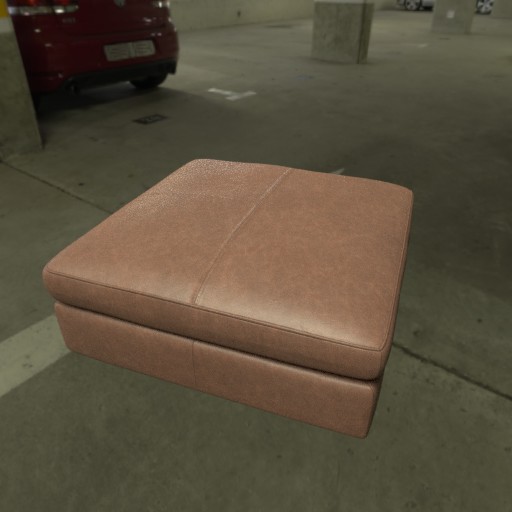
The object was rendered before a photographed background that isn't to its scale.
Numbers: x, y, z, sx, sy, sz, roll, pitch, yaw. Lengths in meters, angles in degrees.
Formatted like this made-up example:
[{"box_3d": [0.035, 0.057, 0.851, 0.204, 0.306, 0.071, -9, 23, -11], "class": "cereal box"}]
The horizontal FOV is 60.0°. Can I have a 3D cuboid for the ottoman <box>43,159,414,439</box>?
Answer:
[{"box_3d": [0.000, 0.000, 1.841, 1.168, 0.490, 1.168, 11, 34, 17], "class": "ottoman"}]
